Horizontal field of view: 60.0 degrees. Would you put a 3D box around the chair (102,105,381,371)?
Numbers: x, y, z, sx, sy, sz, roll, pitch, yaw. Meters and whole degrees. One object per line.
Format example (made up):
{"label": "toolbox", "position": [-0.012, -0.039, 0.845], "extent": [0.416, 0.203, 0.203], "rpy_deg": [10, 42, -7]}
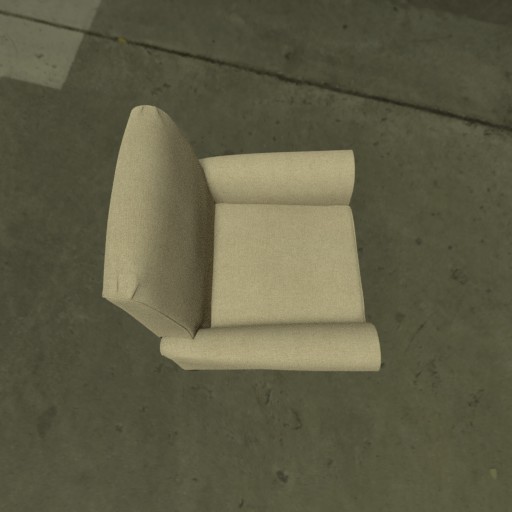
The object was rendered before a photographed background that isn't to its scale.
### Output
{"label": "chair", "position": [0.000, 0.000, 1.843], "extent": [0.905, 1.061, 0.978], "rpy_deg": [0, 63, 0]}
